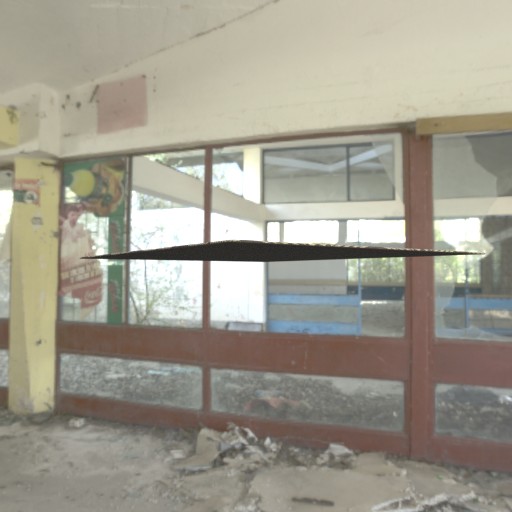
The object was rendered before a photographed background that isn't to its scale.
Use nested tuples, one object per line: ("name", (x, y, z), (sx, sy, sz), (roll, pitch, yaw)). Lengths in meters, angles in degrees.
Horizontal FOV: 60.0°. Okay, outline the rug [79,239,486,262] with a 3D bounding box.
("rug", (0.000, 0.000, 4.137), (2.438, 0.016, 3.048), (2, -3, -35))
